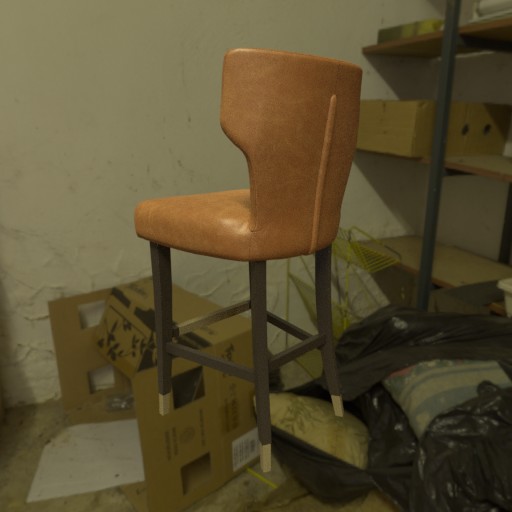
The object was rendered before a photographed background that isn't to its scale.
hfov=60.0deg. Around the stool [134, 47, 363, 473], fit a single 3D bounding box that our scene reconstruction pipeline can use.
[{"bbox_3d":[0.000,0.000,1.375,0.563,1.092,0.526,14,20,43],"label":"stool"}]
